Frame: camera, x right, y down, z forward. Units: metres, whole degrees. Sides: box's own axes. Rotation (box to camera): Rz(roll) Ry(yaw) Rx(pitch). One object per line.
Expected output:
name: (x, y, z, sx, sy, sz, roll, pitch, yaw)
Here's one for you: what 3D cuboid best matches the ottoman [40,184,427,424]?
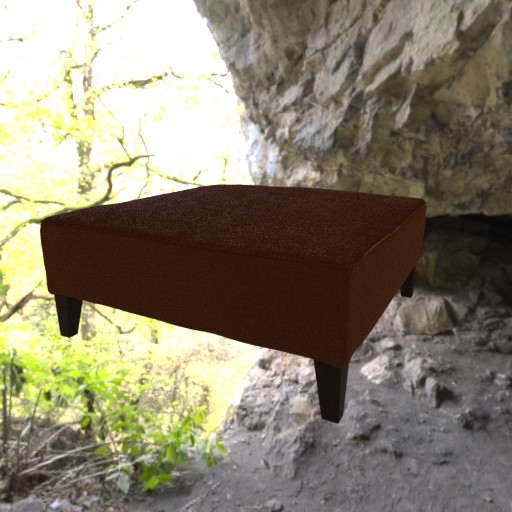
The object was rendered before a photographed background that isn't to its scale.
ottoman: (0.000, 0.000, 1.579, 0.997, 0.438, 0.999, 9, 18, 28)
